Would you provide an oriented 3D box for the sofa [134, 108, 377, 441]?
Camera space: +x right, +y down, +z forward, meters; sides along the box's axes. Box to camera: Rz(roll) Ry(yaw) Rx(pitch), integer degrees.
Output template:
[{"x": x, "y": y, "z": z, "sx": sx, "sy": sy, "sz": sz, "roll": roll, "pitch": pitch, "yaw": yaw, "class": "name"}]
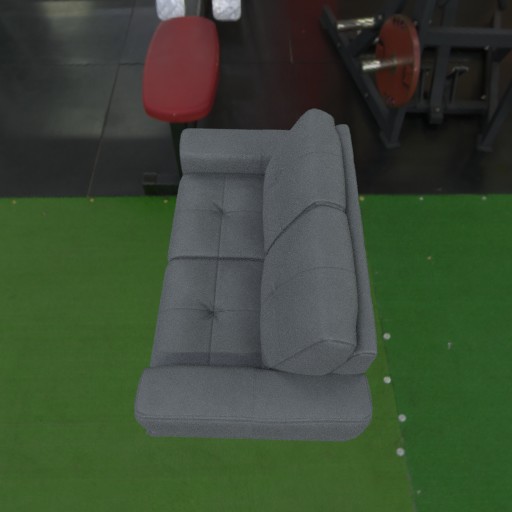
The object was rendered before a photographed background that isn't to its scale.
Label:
[{"x": 0.000, "y": 0.000, "z": 2.382, "sx": 1.018, "sy": 0.907, "sz": 1.806, "roll": 1, "pitch": 57, "yaw": 1, "class": "sofa"}]
